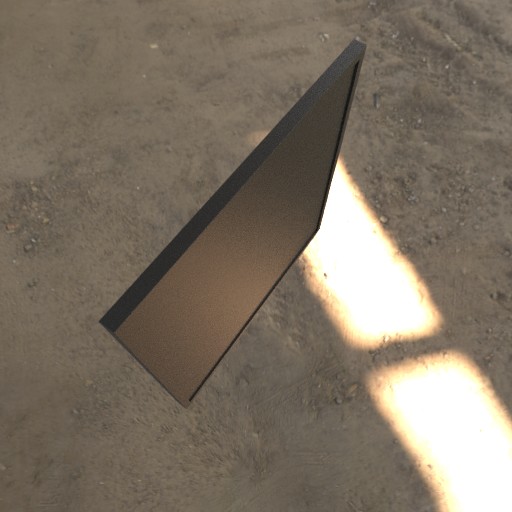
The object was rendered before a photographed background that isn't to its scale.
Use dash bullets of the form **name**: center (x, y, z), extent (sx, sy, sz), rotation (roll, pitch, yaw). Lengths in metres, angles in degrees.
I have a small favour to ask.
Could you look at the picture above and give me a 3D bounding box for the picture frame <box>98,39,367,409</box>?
- **picture frame**: center (0.000, 0.000, 1.149), extent (0.032, 0.775, 0.775), rotation (32, 67, 15)
